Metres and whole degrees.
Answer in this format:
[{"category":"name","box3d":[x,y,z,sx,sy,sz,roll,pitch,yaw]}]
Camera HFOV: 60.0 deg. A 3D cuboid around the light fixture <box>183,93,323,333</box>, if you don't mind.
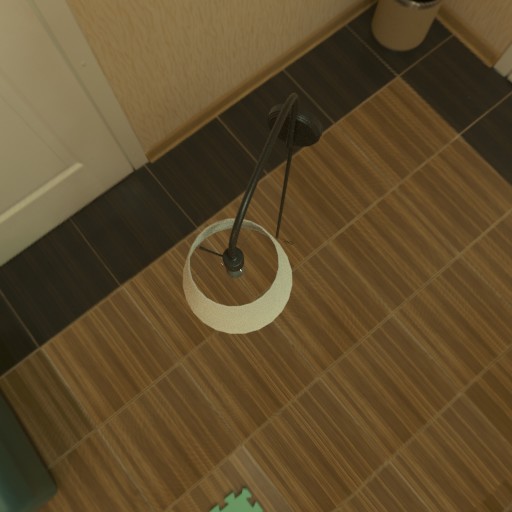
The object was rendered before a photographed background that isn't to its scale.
[{"category":"light fixture","box3d":[0.000,0.000,0.458,0.092,0.399,0.176,21,77,5]}]
